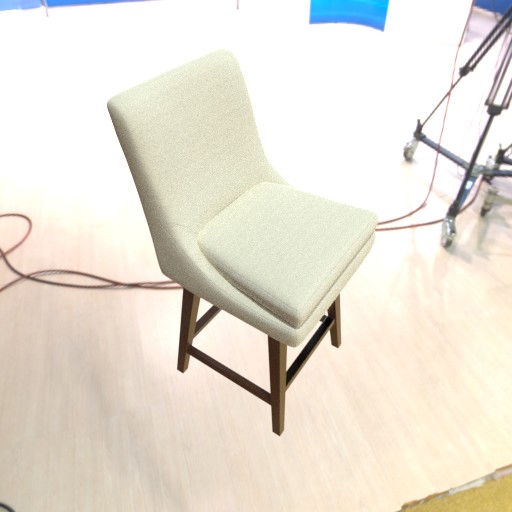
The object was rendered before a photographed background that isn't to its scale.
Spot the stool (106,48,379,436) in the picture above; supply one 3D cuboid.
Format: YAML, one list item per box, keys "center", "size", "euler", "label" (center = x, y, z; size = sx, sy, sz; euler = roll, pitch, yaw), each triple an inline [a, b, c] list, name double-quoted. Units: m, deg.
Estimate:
- center: [0.000, 0.000, 1.323]
  size: [0.559, 0.991, 0.483]
  euler: [25, 48, 25]
  label: "stool"
